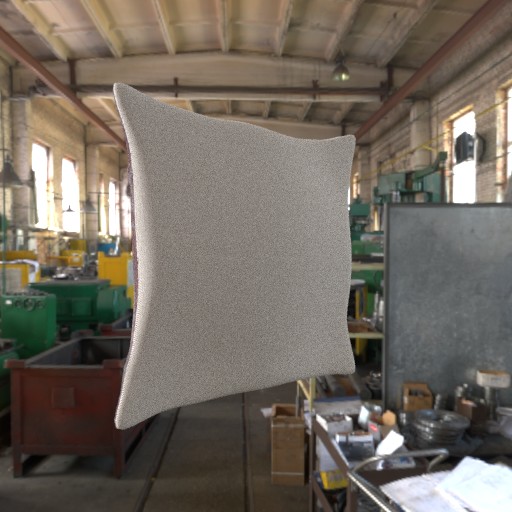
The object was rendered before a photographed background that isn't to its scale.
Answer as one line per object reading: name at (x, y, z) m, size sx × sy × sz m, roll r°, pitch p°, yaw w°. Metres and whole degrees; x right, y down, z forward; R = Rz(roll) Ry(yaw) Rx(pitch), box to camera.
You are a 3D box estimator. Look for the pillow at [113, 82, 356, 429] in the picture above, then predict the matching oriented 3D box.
pillow at (0.000, 0.000, 0.802) m, size 0.514 × 0.513 × 0.163 m, roll -1°, pitch 1°, yaw -36°
